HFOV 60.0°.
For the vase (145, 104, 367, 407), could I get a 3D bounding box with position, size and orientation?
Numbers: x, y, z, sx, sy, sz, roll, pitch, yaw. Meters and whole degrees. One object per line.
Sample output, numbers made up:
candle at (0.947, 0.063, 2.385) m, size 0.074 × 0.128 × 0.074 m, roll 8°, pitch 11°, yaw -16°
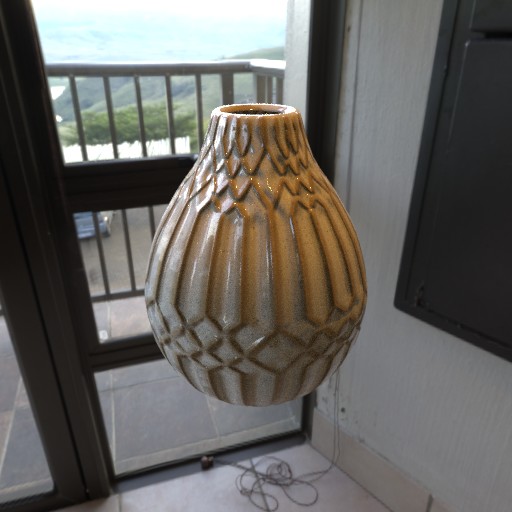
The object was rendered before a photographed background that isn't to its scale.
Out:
vase at (0.000, 0.000, 0.315) m, size 0.159 × 0.200 × 0.159 m, roll 0°, pitch 26°, yaw 0°
